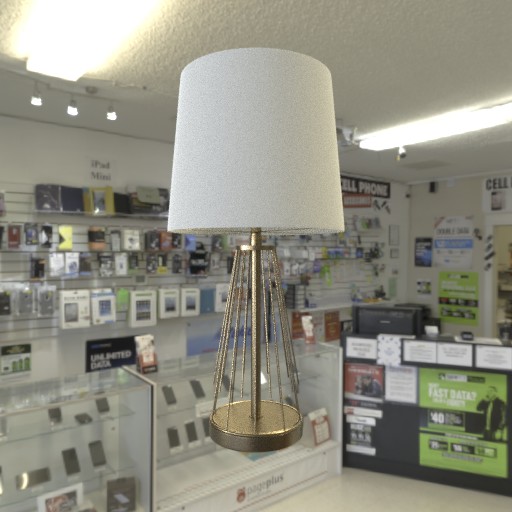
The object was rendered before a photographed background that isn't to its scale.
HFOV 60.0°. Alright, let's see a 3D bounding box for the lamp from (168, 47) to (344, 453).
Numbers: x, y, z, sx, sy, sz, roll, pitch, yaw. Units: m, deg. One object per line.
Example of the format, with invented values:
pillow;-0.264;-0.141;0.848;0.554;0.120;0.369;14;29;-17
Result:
lamp;0.000;0.000;0.774;0.303;0.618;0.303;0;0;0
